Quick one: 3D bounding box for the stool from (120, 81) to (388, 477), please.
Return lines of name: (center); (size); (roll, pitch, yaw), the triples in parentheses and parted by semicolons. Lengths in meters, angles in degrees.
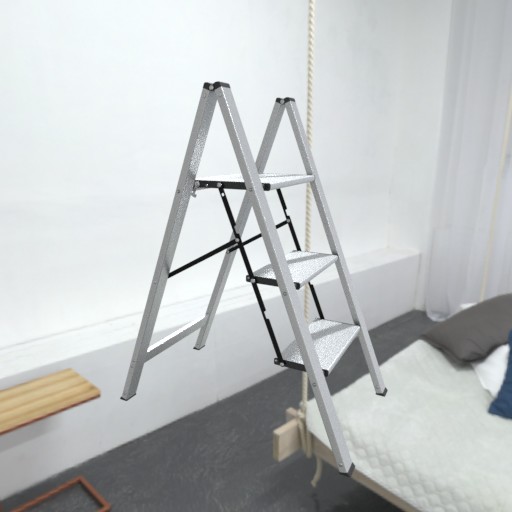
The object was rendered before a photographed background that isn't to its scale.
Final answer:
stool: (0.000, 0.000, 1.289); (0.730, 0.902, 0.441); (7, 16, 26)
